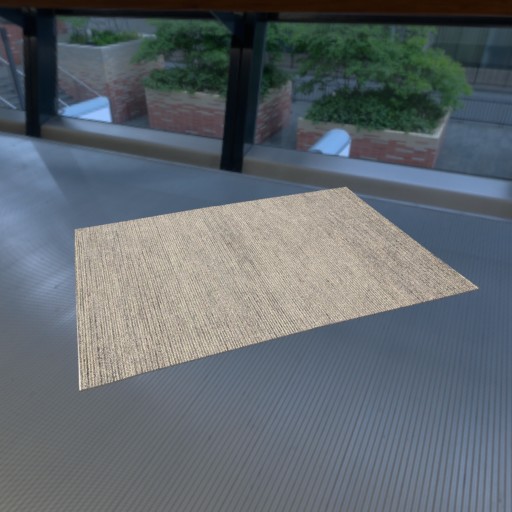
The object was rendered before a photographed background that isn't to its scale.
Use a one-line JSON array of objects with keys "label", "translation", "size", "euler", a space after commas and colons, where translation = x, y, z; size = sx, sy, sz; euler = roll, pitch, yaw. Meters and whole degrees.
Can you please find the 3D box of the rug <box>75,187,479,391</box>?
[{"label": "rug", "translation": [0.000, 0.000, 2.991], "size": [2.307, 0.030, 1.604], "euler": [-11, 34, -16]}]
